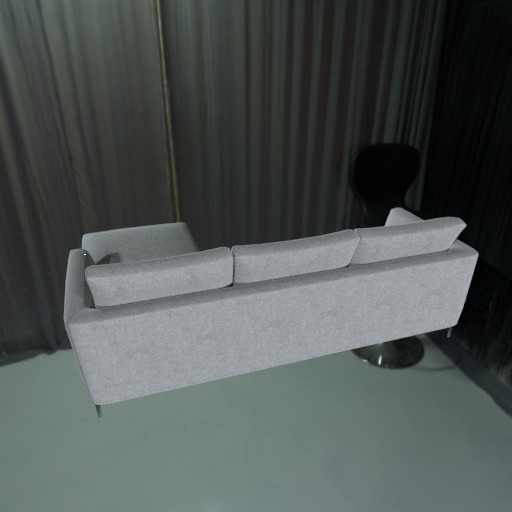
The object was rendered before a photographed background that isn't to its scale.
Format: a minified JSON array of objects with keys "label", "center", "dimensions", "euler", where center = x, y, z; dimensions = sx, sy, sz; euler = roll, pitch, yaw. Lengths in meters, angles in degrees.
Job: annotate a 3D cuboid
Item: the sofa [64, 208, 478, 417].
[{"label":"sofa","center":[0.000,0.000,3.155],"dimensions":[2.438,0.864,1.626],"euler":[-8,28,-16]}]
